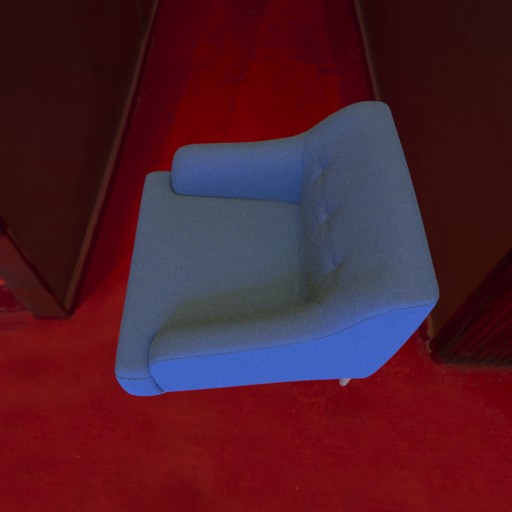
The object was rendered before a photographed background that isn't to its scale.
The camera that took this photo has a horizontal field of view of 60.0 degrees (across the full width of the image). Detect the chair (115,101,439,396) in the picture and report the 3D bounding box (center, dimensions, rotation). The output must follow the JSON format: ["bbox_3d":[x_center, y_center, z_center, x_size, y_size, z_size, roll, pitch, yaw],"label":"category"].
[{"bbox_3d":[0.000,0.000,1.669,0.951,0.818,0.946,-1,57,0],"label":"chair"}]
